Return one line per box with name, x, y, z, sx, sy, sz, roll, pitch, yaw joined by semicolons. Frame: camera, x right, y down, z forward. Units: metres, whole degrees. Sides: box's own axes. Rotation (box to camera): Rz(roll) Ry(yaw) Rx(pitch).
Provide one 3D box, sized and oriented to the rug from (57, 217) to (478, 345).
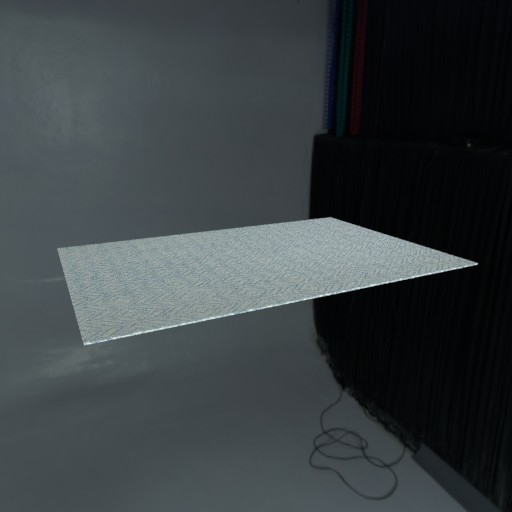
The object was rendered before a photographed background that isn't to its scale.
rug;0.000;0.000;2.304;1.824;0.008;1.220;-8;19;-26
